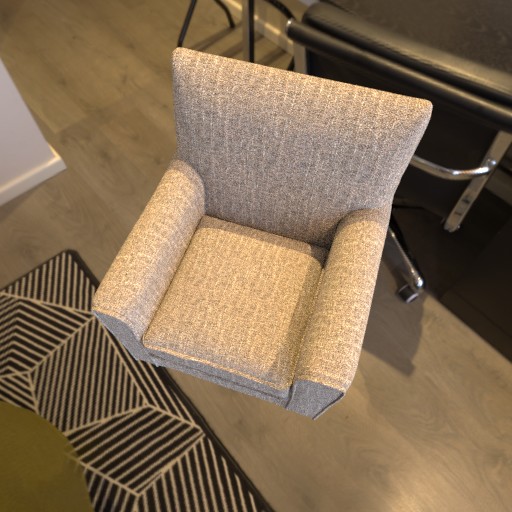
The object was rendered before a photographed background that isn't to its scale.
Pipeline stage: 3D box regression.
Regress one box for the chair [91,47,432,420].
[{"bbox_3d":[0.000,0.000,1.606,0.864,0.928,0.873,16,61,9],"label":"chair"}]
